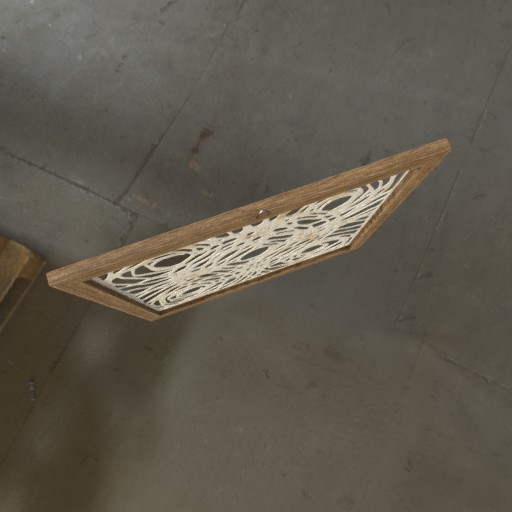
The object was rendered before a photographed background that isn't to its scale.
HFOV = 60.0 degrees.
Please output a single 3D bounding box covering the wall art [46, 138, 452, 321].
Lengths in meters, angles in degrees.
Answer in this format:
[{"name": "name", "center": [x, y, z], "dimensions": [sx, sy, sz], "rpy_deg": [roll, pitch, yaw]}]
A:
[{"name": "wall art", "center": [0.000, 0.000, 0.849], "dimensions": [0.561, 0.576, 0.021], "rpy_deg": [-19, 78, -4]}]
